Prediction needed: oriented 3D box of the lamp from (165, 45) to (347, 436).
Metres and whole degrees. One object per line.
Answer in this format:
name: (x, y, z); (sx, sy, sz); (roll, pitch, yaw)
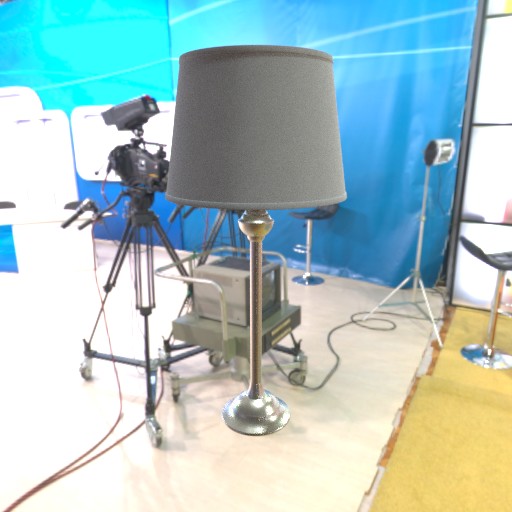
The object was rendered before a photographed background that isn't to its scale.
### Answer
lamp: (0.000, 0.000, 0.853); (0.331, 0.698, 0.331); (0, 15, 0)
